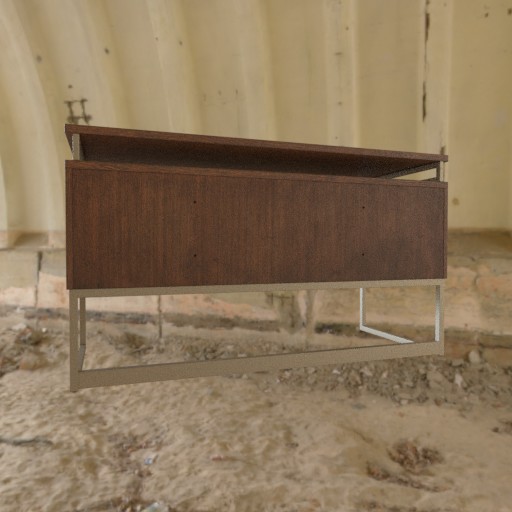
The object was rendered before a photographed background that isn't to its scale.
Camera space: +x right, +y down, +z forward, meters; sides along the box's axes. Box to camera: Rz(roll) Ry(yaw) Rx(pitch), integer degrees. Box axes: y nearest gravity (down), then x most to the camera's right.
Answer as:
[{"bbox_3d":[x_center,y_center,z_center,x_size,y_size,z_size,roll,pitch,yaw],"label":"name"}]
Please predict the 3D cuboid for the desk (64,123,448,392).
[{"bbox_3d":[0.000,0.000,1.808,1.384,0.792,0.610,0,1,-19],"label":"desk"}]
